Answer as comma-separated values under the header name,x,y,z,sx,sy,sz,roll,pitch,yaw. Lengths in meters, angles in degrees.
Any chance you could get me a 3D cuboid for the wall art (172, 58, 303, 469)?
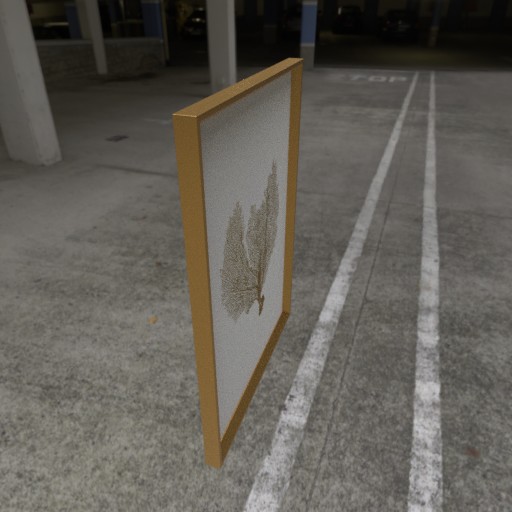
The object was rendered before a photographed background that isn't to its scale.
name,x,y,z,sx,sy,sz,roll,pitch,yaw
wall art,0.000,0.000,1.078,0.038,0.812,0.610,10,33,16
